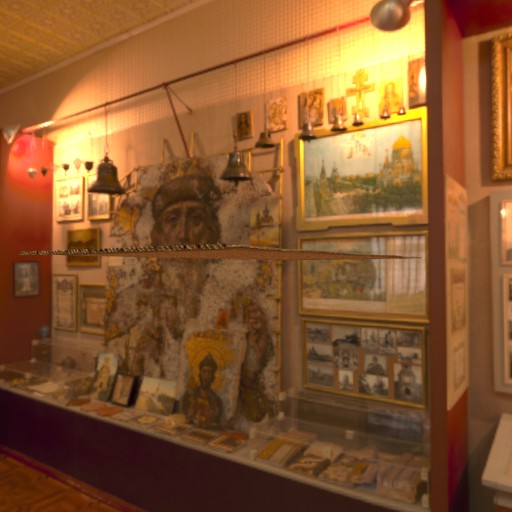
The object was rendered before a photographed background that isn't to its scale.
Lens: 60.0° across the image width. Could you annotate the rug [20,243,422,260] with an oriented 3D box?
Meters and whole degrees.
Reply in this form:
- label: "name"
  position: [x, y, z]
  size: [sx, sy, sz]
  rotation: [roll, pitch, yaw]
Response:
- label: "rug"
  position: [0.000, 0.000, 3.010]
  size: [1.530, 0.025, 2.431]
  rotation: [-1, -2, 36]
